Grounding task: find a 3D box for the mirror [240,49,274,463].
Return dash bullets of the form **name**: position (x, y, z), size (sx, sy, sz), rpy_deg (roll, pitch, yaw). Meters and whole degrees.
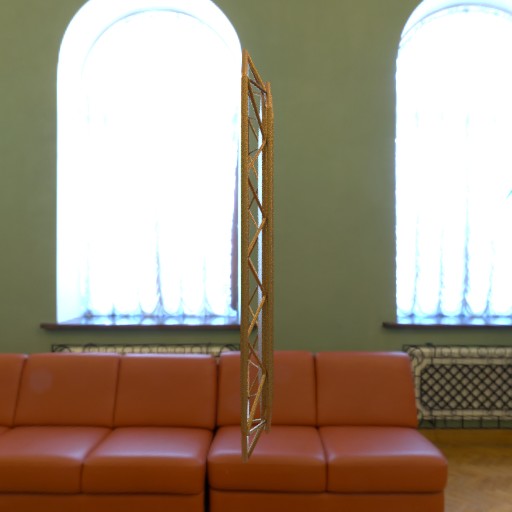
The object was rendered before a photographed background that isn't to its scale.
- **mirror**: position (0.000, 0.000, 0.737), size (0.042, 0.566, 0.417), rpy_deg (0, 0, -1)
